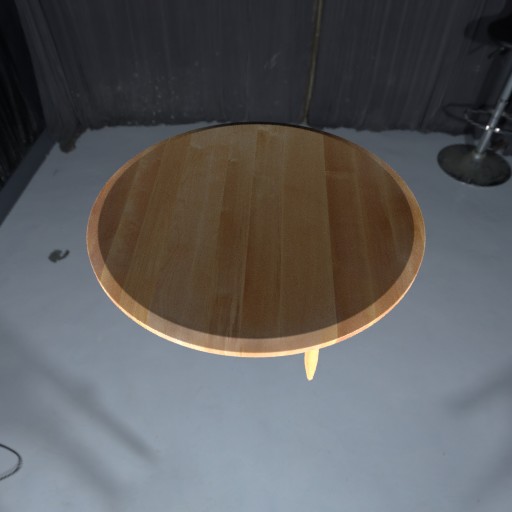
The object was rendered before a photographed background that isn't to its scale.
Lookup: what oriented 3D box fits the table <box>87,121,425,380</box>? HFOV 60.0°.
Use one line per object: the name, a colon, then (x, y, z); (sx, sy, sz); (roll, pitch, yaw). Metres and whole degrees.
table: (0.000, 0.000, 1.358); (0.900, 0.400, 0.900); (0, 47, 0)
